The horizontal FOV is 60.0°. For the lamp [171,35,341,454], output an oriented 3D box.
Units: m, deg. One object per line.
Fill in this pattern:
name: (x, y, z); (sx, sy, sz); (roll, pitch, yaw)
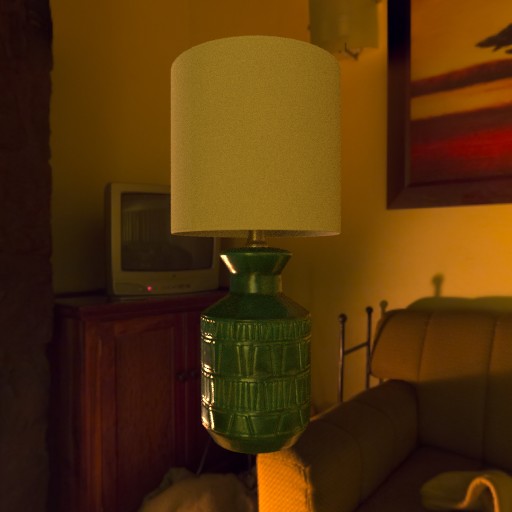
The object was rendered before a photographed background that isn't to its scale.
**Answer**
lamp: (0.000, 0.000, 0.562); (0.211, 0.455, 0.211); (0, 0, 20)
